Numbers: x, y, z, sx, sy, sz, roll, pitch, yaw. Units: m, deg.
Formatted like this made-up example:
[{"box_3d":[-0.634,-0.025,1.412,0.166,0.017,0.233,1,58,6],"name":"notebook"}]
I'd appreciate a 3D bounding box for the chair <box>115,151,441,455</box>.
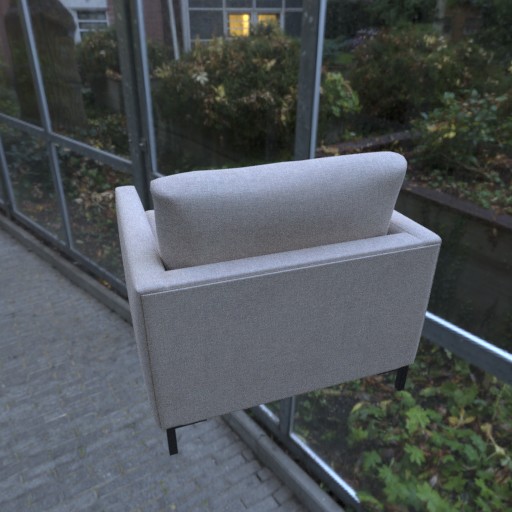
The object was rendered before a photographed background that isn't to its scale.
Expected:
[{"box_3d":[0.000,0.000,1.679,0.963,0.861,0.866,-9,29,-17],"name":"chair"}]
